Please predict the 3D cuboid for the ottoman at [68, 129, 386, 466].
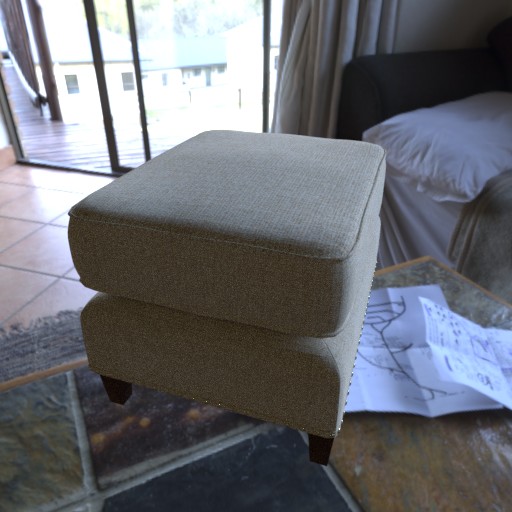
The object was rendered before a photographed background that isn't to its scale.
[{"bbox_3d":[0.000,0.000,1.153,0.589,0.537,0.738,10,31,17],"label":"ottoman"}]
